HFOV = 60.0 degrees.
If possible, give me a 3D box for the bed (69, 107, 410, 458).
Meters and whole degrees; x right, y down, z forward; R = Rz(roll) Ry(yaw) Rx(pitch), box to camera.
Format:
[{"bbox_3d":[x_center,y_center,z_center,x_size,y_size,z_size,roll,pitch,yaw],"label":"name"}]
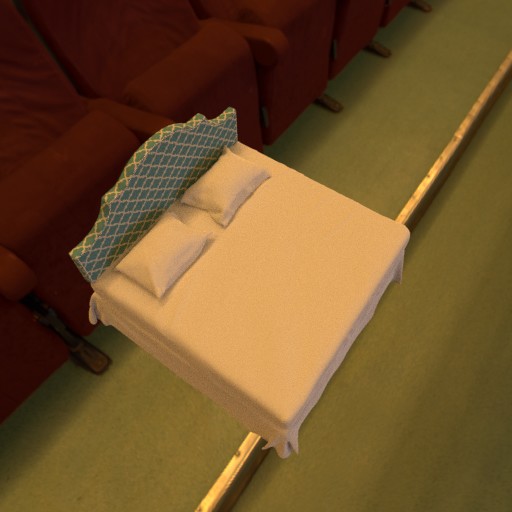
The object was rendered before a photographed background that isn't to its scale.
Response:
[{"bbox_3d":[0.000,0.000,3.737,2.222,1.601,2.314,31,63,18],"label":"bed"}]
